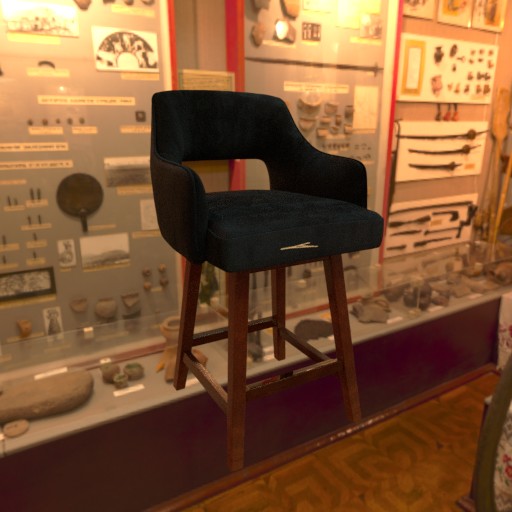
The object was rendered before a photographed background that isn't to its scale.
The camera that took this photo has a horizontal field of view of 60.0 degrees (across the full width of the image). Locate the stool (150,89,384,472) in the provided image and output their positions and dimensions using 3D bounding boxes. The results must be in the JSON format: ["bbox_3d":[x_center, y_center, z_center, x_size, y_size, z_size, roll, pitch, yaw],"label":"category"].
[{"bbox_3d":[0.000,0.000,1.287,0.550,0.940,0.560,-9,18,-28],"label":"stool"}]
